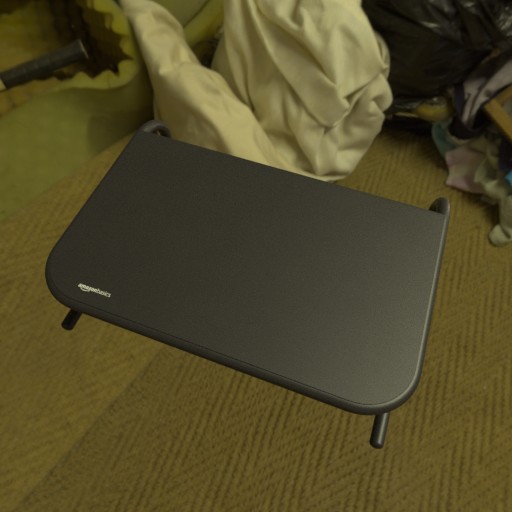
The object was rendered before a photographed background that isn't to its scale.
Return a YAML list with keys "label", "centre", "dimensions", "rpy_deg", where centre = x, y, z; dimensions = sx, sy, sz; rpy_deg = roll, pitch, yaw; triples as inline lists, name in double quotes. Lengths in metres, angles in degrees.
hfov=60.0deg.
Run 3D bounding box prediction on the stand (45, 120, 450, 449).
- label: "stand"
  centre: [0.000, 0.000, 0.497]
  dimensions: [0.370, 0.108, 0.280]
  rpy_deg: [18, 61, 10]
